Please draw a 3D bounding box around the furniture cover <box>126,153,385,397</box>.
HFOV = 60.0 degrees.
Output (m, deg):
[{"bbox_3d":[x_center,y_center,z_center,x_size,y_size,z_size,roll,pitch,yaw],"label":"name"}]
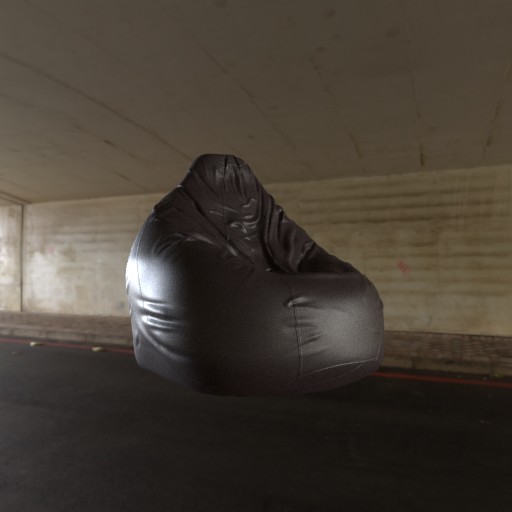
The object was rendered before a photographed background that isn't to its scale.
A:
[{"bbox_3d":[0.000,0.000,1.919,1.070,0.990,1.070,1,-2,-36],"label":"furniture cover"}]
